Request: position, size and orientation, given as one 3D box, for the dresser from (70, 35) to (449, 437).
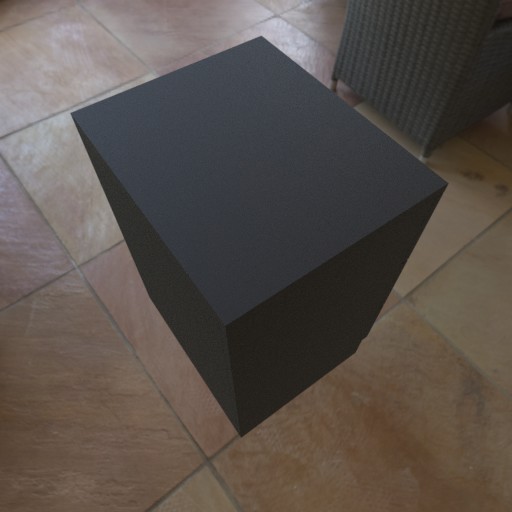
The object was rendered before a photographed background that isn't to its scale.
[{"bbox_3d":[0.000,0.000,0.828,0.360,0.560,0.400,-31,62,-18],"label":"dresser"}]
